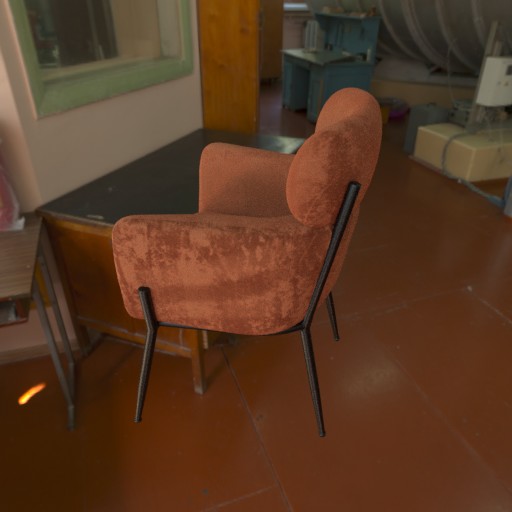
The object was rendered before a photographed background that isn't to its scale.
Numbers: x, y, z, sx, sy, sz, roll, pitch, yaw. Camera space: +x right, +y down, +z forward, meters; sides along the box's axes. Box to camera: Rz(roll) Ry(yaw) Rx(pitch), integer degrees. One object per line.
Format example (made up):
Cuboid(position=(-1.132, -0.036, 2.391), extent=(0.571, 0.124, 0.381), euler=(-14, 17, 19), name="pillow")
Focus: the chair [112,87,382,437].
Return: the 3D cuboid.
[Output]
Cuboid(position=(0.000, 0.000, 1.115), extent=(0.523, 0.772, 0.561), euler=(8, 32, 12), name="chair")
